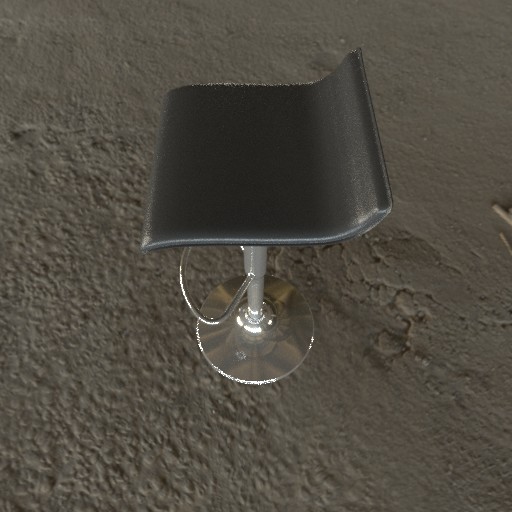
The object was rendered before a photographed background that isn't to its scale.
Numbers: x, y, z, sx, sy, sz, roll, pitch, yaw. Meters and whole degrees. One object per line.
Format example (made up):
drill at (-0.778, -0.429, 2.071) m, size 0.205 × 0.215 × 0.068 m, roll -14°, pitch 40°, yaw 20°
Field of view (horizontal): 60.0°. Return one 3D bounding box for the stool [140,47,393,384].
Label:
stool at (0.000, 0.000, 1.065) m, size 0.381 × 0.851 × 0.381 m, roll 0°, pitch 58°, yaw 0°
